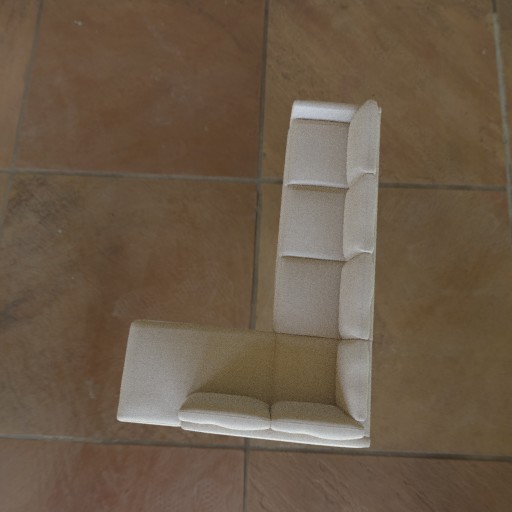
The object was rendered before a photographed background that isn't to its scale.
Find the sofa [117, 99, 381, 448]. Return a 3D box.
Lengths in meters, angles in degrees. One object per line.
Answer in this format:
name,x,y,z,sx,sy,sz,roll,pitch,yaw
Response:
sofa,0.000,0.000,3.877,2.007,0.815,2.949,5,77,1
